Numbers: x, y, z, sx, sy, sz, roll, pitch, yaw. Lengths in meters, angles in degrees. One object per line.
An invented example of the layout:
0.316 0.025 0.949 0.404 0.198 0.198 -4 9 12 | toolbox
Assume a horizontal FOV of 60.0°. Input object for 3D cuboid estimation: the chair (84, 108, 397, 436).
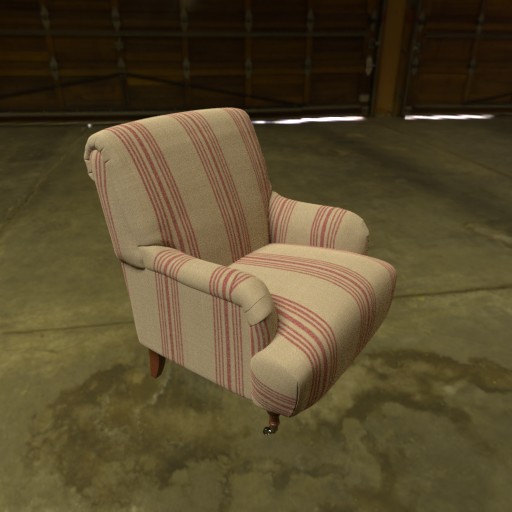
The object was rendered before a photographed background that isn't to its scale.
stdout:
0.000 0.000 1.916 1.058 1.123 0.933 17 30 32 | chair
